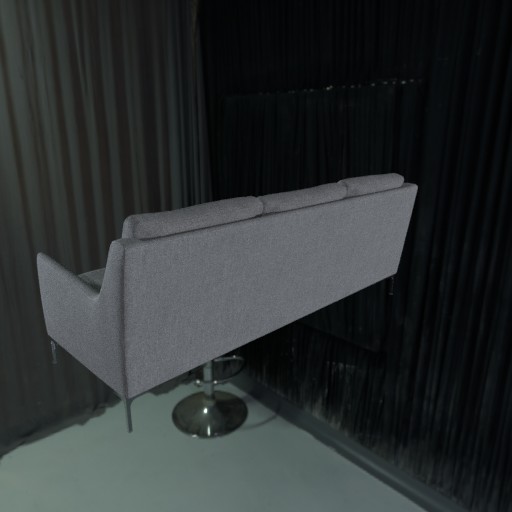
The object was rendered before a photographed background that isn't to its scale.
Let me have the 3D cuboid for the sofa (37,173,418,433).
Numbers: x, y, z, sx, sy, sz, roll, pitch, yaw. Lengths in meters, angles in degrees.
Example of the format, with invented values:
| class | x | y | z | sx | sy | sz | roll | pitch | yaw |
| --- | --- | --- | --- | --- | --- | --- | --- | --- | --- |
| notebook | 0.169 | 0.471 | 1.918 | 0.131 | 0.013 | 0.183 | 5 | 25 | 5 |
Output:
| class | x | y | z | sx | sy | sz | roll | pitch | yaw |
| --- | --- | --- | --- | --- | --- | --- | --- | --- | --- |
| sofa | 0.000 | 0.000 | 2.467 | 0.849 | 0.837 | 2.060 | 16 | 23 | 43 |
